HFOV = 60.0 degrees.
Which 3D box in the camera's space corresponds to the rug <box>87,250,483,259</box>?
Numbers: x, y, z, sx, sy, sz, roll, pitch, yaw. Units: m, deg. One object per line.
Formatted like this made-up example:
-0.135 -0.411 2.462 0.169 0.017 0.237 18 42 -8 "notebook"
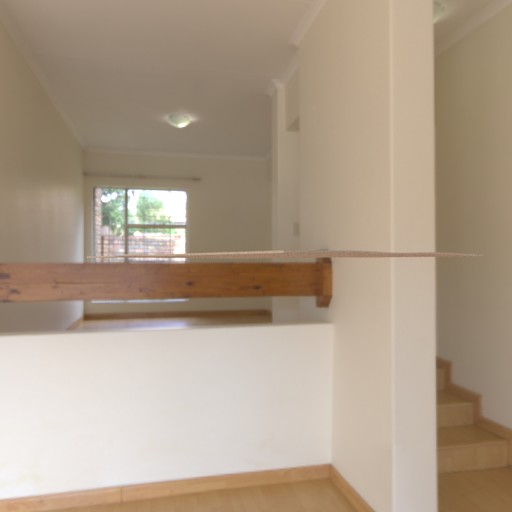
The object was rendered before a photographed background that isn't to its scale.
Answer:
0.000 0.000 2.381 1.220 0.013 1.829 1 -1 -38 "rug"
